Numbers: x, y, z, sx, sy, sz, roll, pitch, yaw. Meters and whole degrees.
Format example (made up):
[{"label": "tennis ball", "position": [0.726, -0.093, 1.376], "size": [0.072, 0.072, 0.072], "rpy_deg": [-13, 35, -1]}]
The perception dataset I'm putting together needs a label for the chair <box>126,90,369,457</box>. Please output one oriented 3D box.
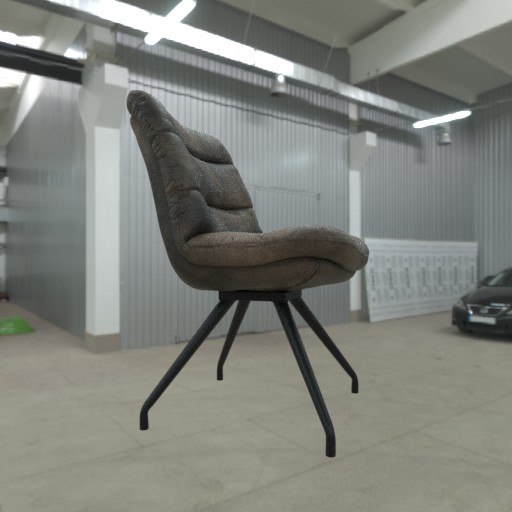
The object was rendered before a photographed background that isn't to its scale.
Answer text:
[{"label": "chair", "position": [0.000, 0.000, 1.272], "size": [0.622, 0.870, 0.549], "rpy_deg": [0, 0, 19]}]
